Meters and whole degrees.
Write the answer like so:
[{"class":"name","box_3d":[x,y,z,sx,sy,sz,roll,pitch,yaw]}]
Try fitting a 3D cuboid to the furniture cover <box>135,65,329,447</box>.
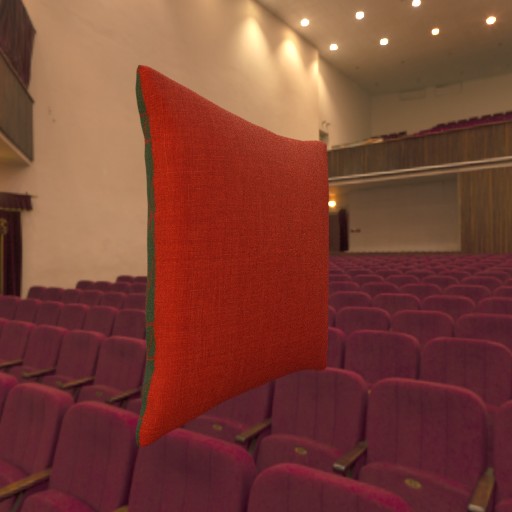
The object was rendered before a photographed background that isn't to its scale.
[{"class":"furniture cover","box_3d":[0.000,0.000,0.787,0.158,0.508,0.517,0,0,36]}]
